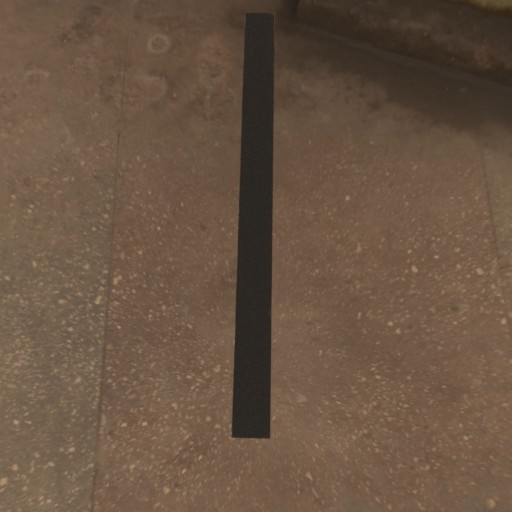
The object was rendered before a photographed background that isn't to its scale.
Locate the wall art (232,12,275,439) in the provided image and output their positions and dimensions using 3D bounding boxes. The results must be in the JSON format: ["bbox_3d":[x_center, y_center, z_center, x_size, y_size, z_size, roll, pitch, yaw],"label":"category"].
[{"bbox_3d":[0.000,0.000,0.746,0.038,0.508,0.508,1,75,0],"label":"wall art"}]
